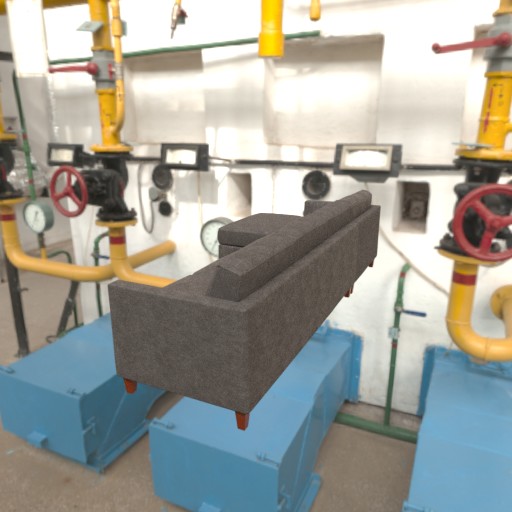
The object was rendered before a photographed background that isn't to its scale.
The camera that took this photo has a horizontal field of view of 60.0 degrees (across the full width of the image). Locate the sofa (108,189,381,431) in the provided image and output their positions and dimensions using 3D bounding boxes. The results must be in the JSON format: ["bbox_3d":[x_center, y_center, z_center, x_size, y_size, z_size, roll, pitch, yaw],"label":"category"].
[{"bbox_3d":[0.000,0.000,4.109,1.606,0.954,3.471,8,18,25],"label":"sofa"}]
